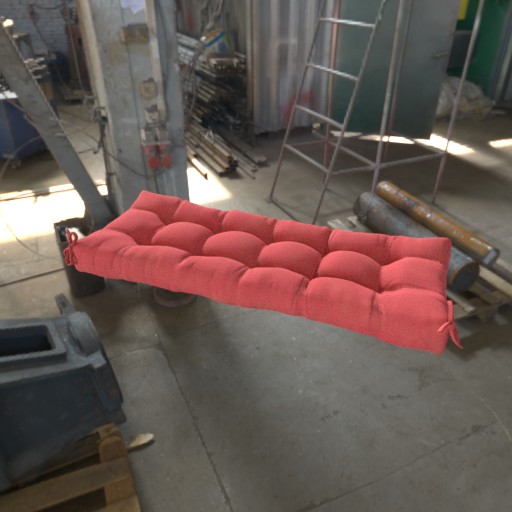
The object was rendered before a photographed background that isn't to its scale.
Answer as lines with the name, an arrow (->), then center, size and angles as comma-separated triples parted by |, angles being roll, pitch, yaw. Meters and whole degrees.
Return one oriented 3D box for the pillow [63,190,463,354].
pillow -> 0.000, 0.000, 1.375 | 1.194, 0.174, 0.511 | 11, 34, 17
